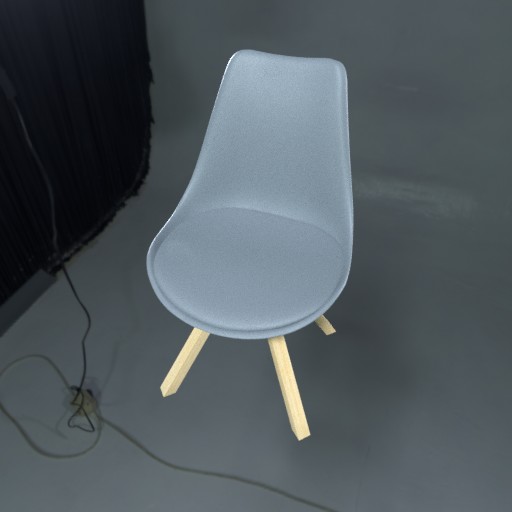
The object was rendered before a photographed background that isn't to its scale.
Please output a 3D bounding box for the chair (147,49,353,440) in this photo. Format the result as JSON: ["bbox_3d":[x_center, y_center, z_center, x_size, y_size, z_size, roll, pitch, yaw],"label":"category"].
[{"bbox_3d":[0.000,0.000,1.153,0.485,0.850,0.549,13,44,14],"label":"chair"}]
